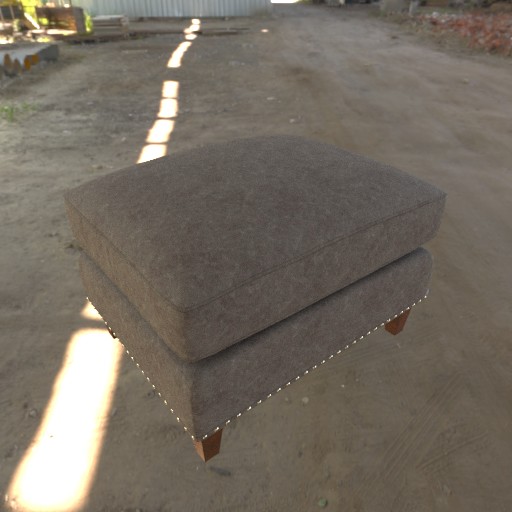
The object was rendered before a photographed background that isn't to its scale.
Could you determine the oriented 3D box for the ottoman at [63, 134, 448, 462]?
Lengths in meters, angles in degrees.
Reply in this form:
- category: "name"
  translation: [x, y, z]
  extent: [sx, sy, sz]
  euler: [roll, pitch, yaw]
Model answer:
- category: "ottoman"
  translation: [0.000, 0.000, 1.141]
  extent: [0.741, 0.513, 0.584]
  euler: [-22, 38, -32]
